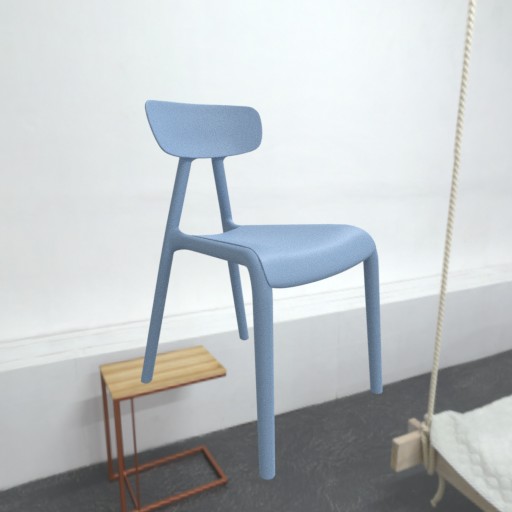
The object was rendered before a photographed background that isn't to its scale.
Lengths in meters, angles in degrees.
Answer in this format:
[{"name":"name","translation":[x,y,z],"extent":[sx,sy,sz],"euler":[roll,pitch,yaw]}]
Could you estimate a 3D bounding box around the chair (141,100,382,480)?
[{"name":"chair","translation":[0.000,0.000,0.863],"extent":[0.401,0.580,0.356],"euler":[14,21,43]}]
